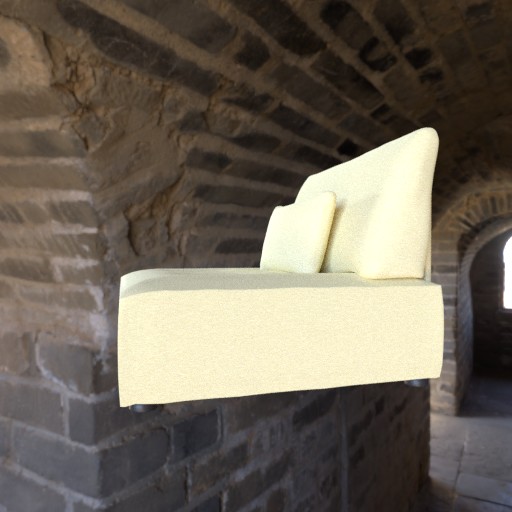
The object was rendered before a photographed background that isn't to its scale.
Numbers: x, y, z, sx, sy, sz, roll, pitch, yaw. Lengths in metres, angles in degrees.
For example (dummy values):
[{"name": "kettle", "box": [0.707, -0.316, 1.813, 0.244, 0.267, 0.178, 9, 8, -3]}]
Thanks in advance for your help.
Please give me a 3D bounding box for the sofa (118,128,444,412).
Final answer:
[{"name": "sofa", "box": [0.000, 0.000, 1.697, 1.000, 0.820, 0.930, 0, 0, -17]}]
